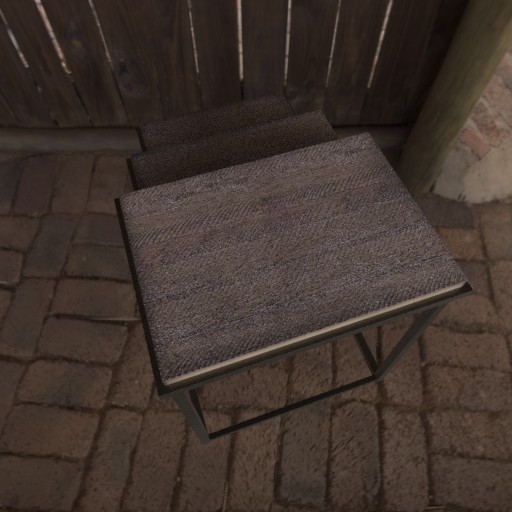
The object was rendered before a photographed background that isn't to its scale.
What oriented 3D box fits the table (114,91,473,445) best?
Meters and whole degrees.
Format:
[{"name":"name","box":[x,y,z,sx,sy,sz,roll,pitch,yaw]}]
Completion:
[{"name":"table","box":[0.000,0.000,1.139,0.559,0.610,0.706,-16,60,-10]}]
